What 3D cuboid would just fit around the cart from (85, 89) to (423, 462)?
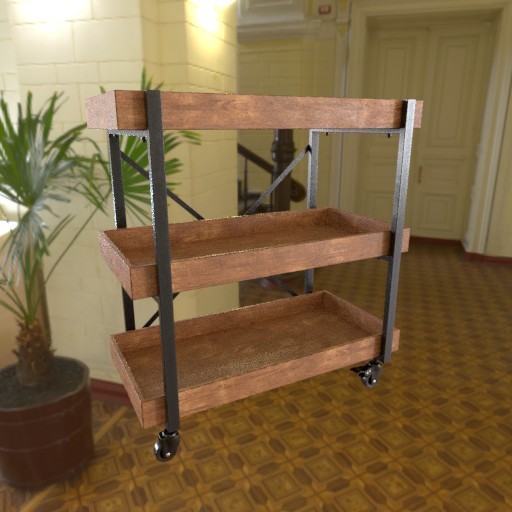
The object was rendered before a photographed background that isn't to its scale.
[{"bbox_3d":[0.000,0.000,1.202,0.750,0.800,0.411,-9,19,-27],"label":"cart"}]
